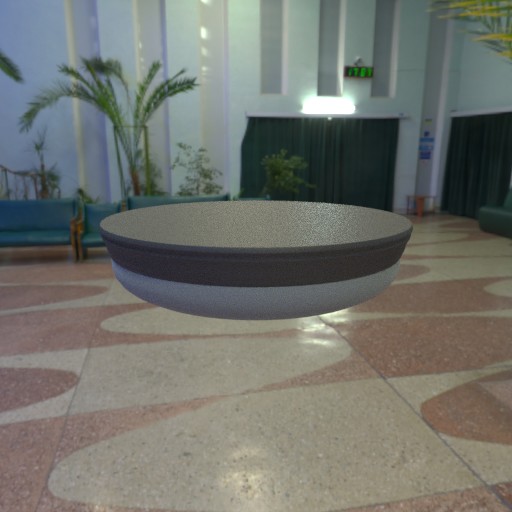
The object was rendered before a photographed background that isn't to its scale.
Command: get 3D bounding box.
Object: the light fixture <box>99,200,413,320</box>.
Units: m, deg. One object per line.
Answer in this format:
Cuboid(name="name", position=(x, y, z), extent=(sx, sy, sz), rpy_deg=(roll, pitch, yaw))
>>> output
Cuboid(name="light fixture", position=(0.000, 0.000, 0.560), extent=(0.368, 0.100, 0.368), rpy_deg=(0, 13, 0))
